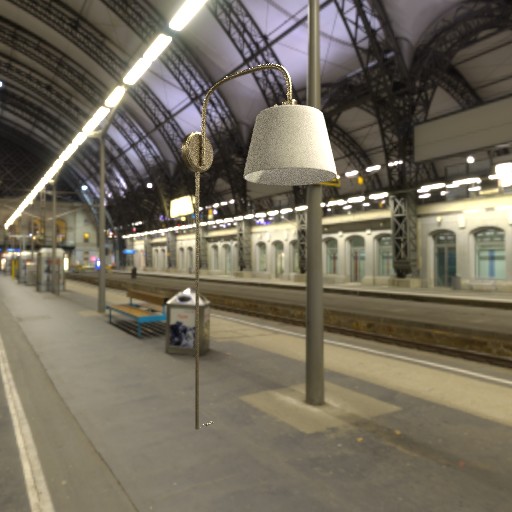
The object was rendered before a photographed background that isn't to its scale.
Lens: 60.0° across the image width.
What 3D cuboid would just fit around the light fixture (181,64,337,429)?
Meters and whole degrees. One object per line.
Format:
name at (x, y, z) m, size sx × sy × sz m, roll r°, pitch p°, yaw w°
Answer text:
light fixture at (0.000, 0.000, 0.464) m, size 0.176 × 0.399 × 0.092 m, roll -1°, pitch -1°, yaw 37°
